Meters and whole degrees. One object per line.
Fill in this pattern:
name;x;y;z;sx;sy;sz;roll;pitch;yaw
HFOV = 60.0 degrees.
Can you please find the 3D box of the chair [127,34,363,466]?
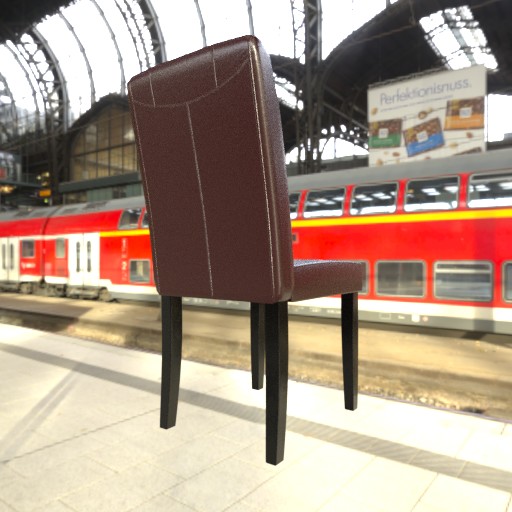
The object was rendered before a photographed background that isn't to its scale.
chair;0.000;0.000;1.196;0.399;0.897;0.556;0;0;36
